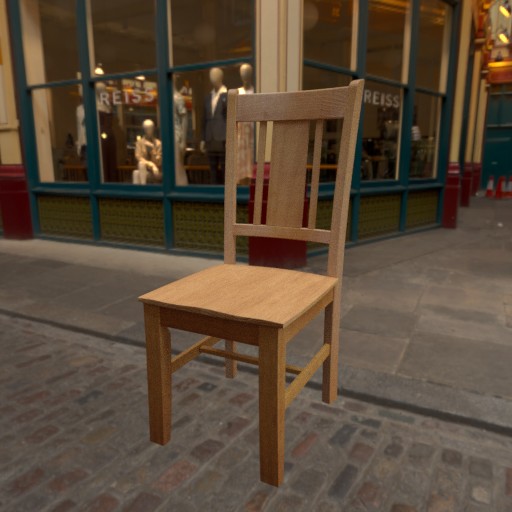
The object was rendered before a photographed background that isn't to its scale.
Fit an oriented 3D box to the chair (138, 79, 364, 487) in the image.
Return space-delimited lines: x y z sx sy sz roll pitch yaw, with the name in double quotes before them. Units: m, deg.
"chair" 0.000 0.000 1.278 0.450 0.998 0.556 6 14 26
